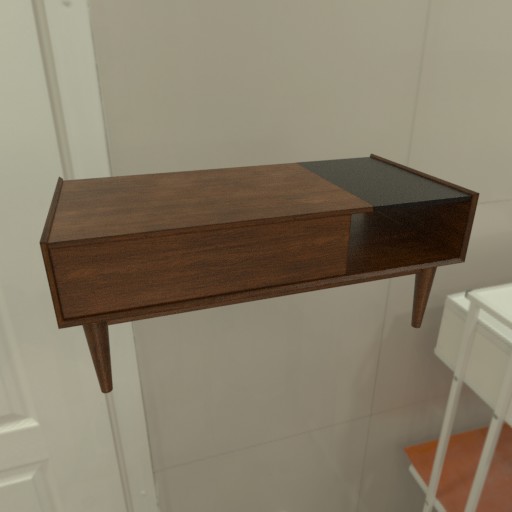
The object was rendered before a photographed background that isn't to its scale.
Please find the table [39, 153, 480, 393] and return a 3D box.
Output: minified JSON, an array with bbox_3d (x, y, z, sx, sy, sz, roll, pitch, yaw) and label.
[{"bbox_3d":[0.000,0.000,1.534,1.221,0.508,0.610,-8,26,-16],"label":"table"}]
